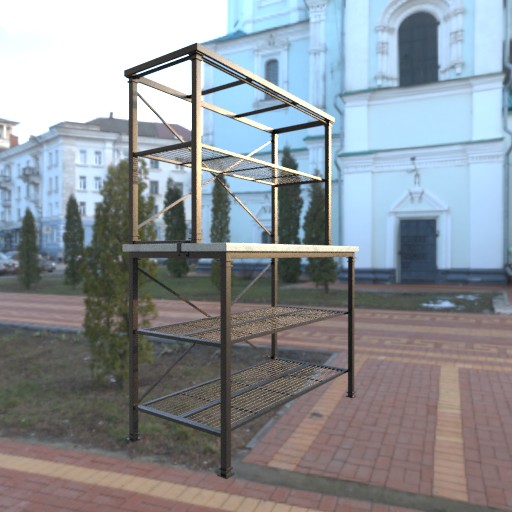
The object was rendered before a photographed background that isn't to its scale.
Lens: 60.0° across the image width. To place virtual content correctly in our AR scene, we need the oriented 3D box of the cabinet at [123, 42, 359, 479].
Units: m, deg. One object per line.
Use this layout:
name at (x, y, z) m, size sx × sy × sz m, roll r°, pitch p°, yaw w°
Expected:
cabinet at (0.000, 0.000, 2.286) m, size 0.610 × 1.659 × 1.210 m, roll 0°, pitch 0°, yaw 36°
